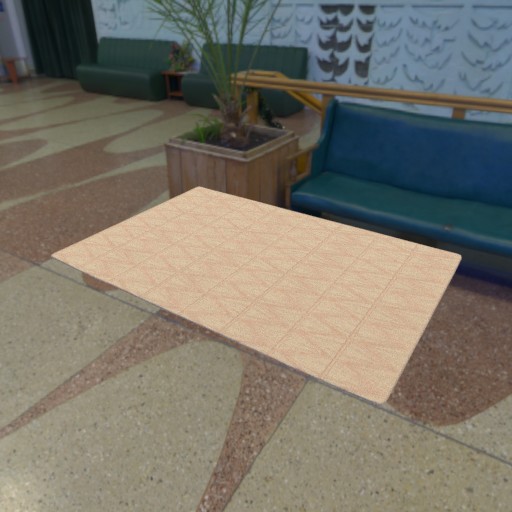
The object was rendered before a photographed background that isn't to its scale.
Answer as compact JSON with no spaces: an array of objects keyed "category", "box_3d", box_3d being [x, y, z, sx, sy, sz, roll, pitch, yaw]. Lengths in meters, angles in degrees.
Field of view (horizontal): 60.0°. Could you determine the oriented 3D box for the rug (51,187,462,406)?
[{"category":"rug","box_3d":[0.000,0.000,3.071,2.390,0.015,1.609,18,35,29]}]
